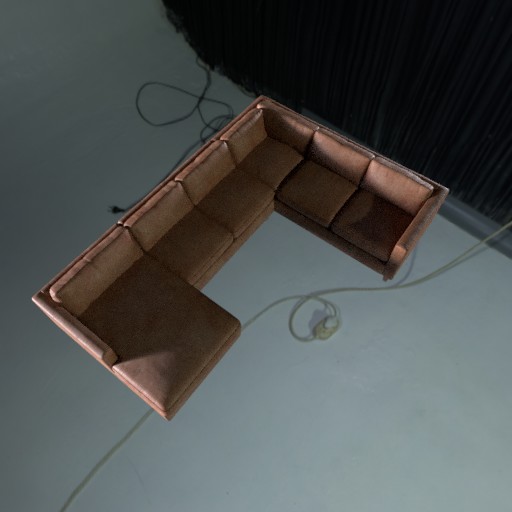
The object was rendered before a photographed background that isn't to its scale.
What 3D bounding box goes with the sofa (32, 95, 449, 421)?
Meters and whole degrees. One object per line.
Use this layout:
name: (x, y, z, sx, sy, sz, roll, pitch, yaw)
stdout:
sofa: (0.000, 0.000, 4.485, 2.430, 0.832, 3.401, 33, 64, 18)
